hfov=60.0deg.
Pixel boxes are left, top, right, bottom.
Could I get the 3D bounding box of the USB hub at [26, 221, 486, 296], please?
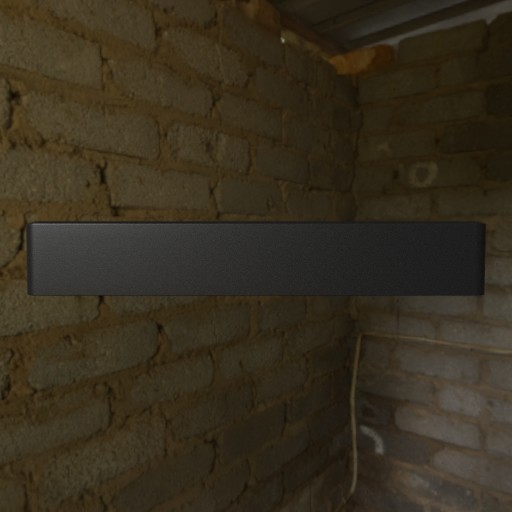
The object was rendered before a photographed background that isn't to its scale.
[{"bbox_3d":[0.000,0.000,0.158,0.145,0.023,0.044,0,2,0],"label":"USB hub"}]
